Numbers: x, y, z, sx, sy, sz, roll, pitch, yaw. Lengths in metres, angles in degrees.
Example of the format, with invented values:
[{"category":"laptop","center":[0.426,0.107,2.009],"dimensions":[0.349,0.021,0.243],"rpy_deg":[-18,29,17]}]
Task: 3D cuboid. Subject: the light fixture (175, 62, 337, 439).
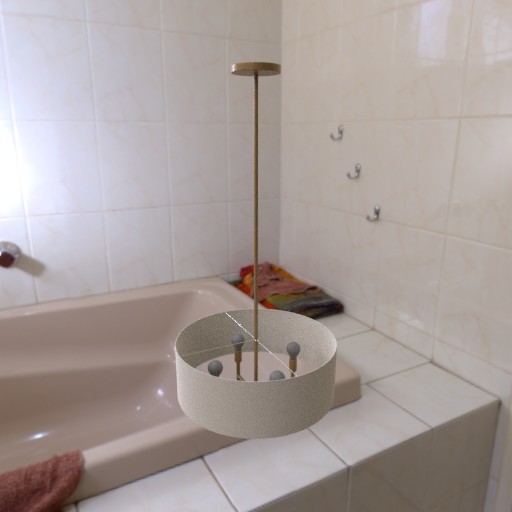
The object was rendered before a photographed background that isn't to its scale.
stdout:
[{"category":"light fixture","center":[0.000,0.000,1.340],"dimensions":[0.508,1.067,0.508],"rpy_deg":[0,15,0]}]
